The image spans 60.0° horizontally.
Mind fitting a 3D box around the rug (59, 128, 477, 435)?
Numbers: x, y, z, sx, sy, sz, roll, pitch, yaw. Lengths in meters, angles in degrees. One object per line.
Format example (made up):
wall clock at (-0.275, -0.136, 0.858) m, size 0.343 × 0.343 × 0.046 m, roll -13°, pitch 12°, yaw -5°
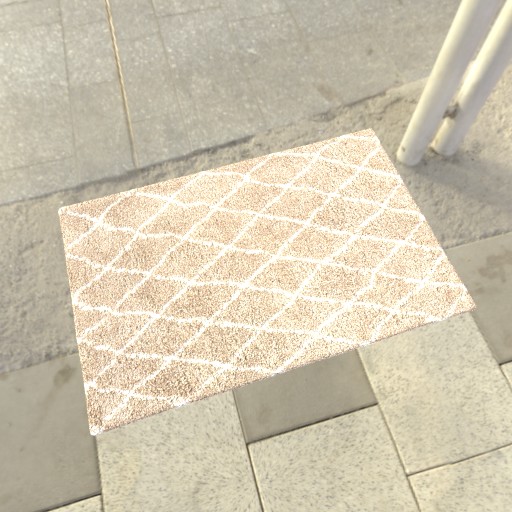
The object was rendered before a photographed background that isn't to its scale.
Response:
rug at (0.000, 0.000, 3.349) m, size 2.743 × 0.030 × 1.778 m, roll -16°, pitch 64°, yaw -8°
